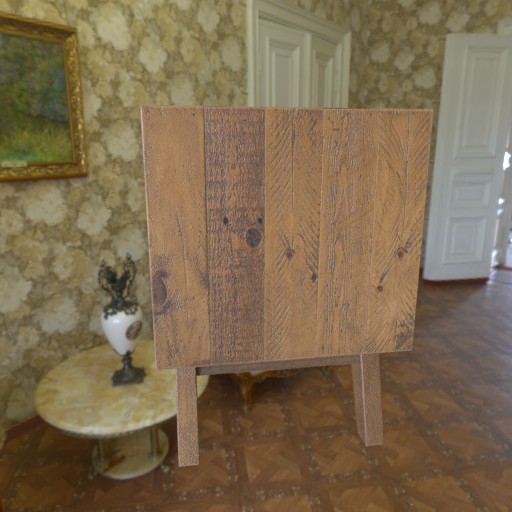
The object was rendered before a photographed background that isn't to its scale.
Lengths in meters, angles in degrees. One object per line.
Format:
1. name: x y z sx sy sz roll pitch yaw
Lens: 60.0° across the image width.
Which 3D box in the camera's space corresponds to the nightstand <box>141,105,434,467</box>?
1. nightstand: 0.000 0.000 1.025 0.450 0.599 0.650 -2 14 -9
